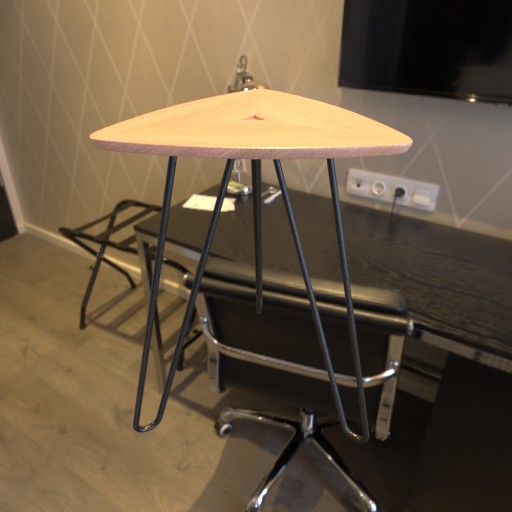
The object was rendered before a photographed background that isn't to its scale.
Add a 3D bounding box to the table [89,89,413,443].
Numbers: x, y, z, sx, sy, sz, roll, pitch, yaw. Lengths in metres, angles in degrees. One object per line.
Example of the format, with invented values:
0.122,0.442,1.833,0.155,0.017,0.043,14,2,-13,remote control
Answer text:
0.000,0.000,0.880,0.442,0.564,0.455,2,30,3,table
